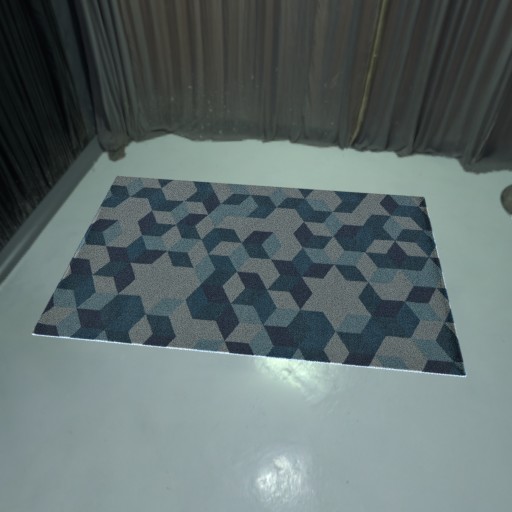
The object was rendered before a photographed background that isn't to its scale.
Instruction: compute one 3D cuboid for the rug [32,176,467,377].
[{"bbox_3d":[0.000,0.000,2.980,2.438,0.015,1.518,5,47,4],"label":"rug"}]
